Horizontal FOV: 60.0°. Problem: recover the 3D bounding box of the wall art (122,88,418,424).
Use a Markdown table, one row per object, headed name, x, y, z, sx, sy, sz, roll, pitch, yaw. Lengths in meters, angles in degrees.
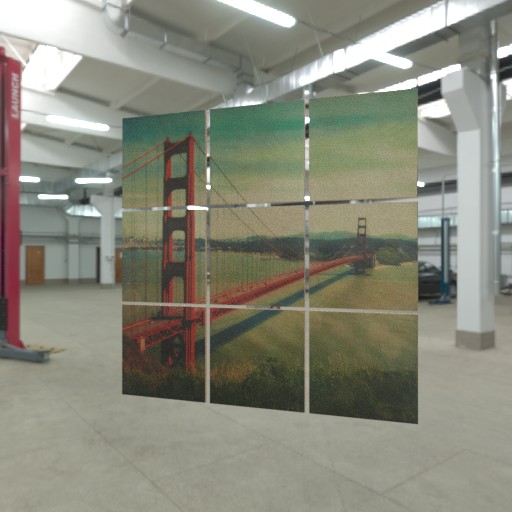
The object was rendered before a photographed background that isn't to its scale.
| name | x | y | z | sx | sy | sz | roll | pitch | yaw |
| --- | --- | --- | --- | --- | --- | --- | --- | --- | --- |
| wall art | 0.000 | 0.000 | 1.335 | 0.917 | 0.910 | 0.012 | 0 | 0 | 17 |
